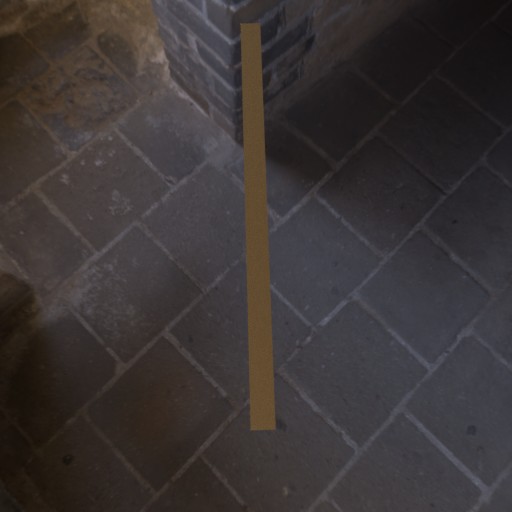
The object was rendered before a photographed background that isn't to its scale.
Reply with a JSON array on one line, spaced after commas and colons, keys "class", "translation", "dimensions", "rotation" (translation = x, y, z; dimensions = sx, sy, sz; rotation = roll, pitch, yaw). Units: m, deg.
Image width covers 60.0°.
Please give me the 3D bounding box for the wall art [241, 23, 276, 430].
[{"class": "wall art", "translation": [0.000, 0.000, 2.928], "dimensions": [0.099, 1.926, 1.926], "rotation": [-2, 75, 0]}]
